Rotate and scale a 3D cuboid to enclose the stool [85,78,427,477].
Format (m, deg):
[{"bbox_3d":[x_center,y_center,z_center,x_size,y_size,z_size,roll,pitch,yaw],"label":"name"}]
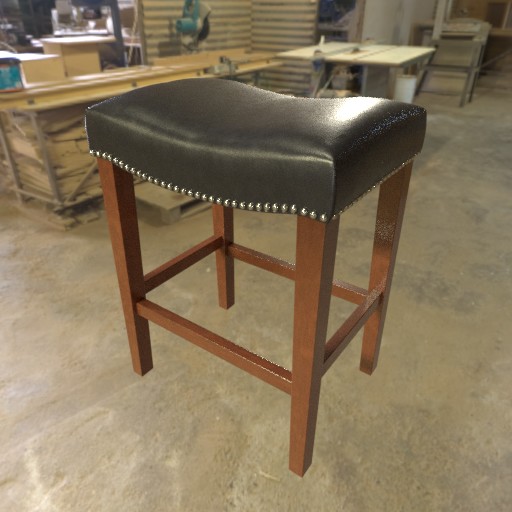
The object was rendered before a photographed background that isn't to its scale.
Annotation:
[{"bbox_3d":[0.000,0.000,0.932,0.504,0.654,0.372,20,36,30],"label":"stool"}]
